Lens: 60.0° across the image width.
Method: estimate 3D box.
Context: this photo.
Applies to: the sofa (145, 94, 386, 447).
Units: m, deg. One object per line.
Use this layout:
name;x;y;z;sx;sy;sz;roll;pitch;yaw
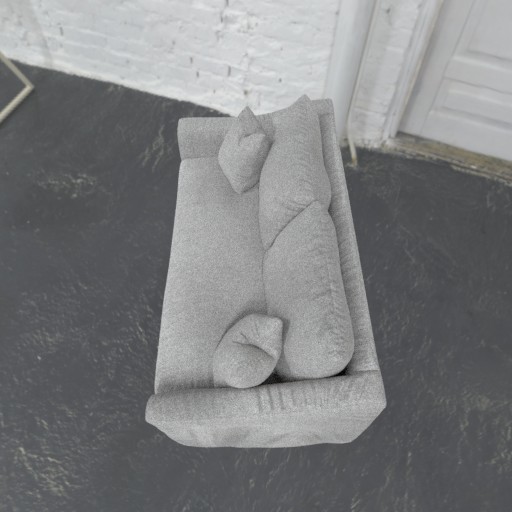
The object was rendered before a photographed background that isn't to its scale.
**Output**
sofa;0.000;0.000;2.657;1.072;1.018;2.010;-1;56;-1
